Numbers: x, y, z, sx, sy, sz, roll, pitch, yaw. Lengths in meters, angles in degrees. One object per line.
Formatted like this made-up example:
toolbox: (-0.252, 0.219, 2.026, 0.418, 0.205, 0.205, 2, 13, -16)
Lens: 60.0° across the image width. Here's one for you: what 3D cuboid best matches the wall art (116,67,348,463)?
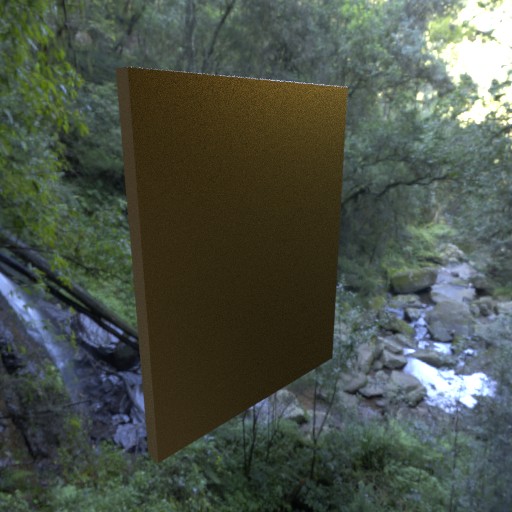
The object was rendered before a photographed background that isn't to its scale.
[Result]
wall art: (0.000, 0.000, 1.028, 0.610, 0.762, 0.038, -16, 23, -42)
